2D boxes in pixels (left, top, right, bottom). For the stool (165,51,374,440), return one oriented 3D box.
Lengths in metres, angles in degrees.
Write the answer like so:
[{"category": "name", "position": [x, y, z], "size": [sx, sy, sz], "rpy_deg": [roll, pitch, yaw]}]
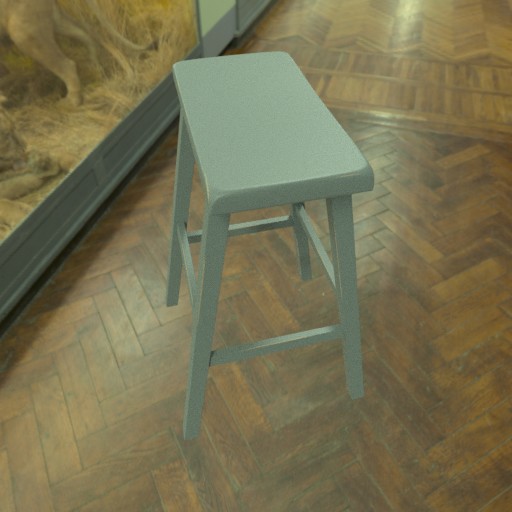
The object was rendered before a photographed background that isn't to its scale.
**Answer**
[{"category": "stool", "position": [0.000, 0.000, 1.021], "size": [0.476, 0.737, 0.457], "rpy_deg": [-10, 47, -10]}]
